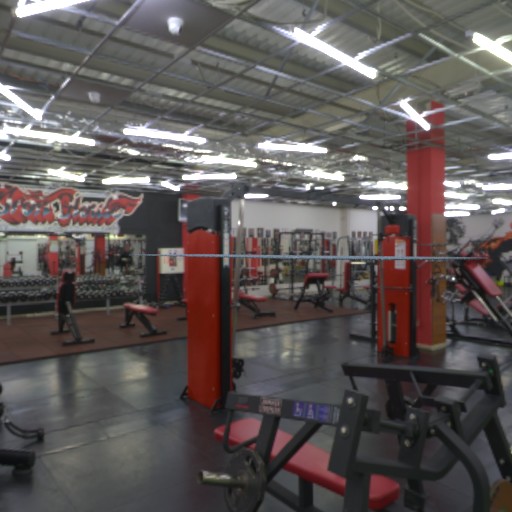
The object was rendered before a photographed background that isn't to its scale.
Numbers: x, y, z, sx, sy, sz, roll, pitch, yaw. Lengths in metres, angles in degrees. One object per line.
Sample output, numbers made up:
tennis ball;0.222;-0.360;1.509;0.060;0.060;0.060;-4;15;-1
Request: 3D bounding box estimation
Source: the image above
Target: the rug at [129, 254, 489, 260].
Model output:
rug;0.000;0.000;2.660;0.688;0.008;2.443;0;1;-36
